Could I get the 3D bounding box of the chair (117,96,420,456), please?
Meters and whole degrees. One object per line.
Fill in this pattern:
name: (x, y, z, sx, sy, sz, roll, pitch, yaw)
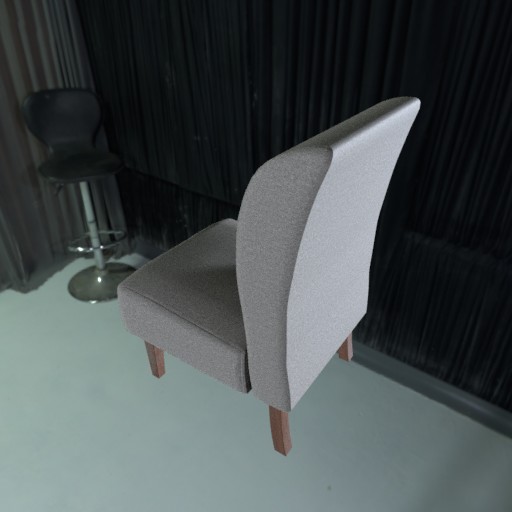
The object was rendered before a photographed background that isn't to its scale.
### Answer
chair: (0.000, 0.000, 1.169, 0.592, 0.804, 0.513, 19, 37, 28)
